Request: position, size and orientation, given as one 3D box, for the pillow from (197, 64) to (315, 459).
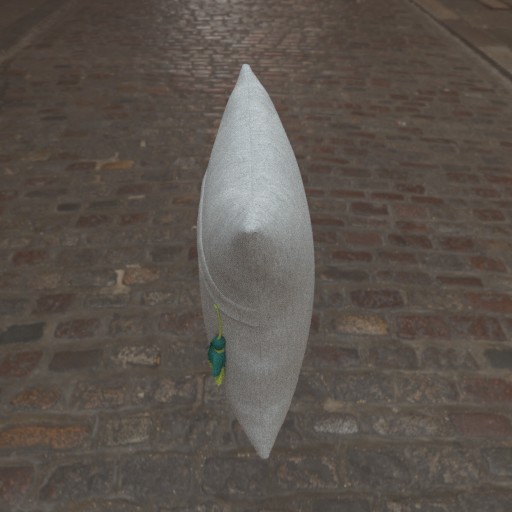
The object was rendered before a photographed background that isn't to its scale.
[{"bbox_3d":[0.000,0.000,0.684,0.173,0.436,0.433,-1,41,-1],"label":"pillow"}]
